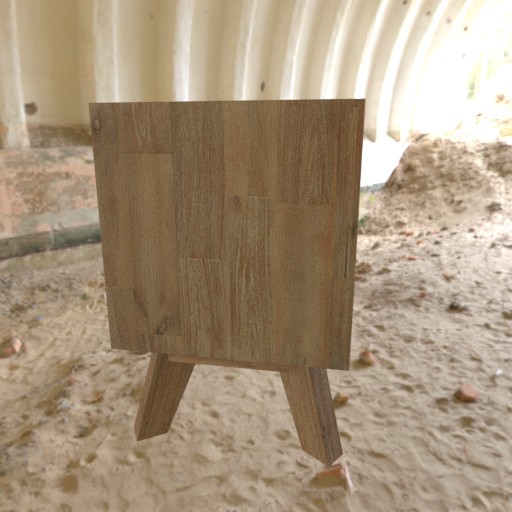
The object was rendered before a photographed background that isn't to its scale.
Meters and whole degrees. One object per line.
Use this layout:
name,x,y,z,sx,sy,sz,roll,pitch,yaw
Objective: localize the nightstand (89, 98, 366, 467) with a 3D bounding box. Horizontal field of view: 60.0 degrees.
nightstand,0.000,0.000,0.951,0.396,0.589,0.552,3,15,10
